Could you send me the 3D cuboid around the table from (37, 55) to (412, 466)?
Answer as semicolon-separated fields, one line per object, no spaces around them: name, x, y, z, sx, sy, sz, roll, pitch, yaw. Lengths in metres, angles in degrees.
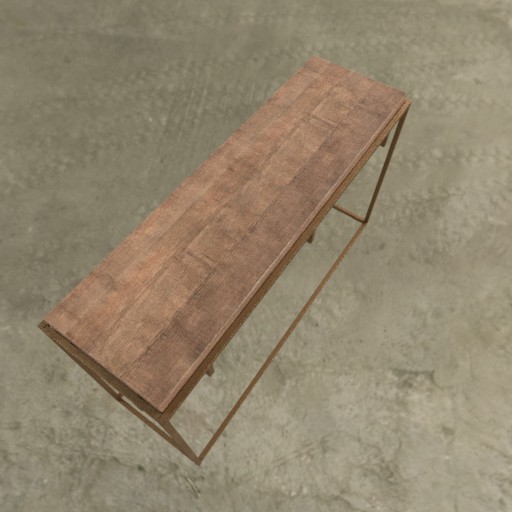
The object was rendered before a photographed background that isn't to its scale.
table;0.000;0.000;1.727;0.440;0.820;1.400;31;63;18
